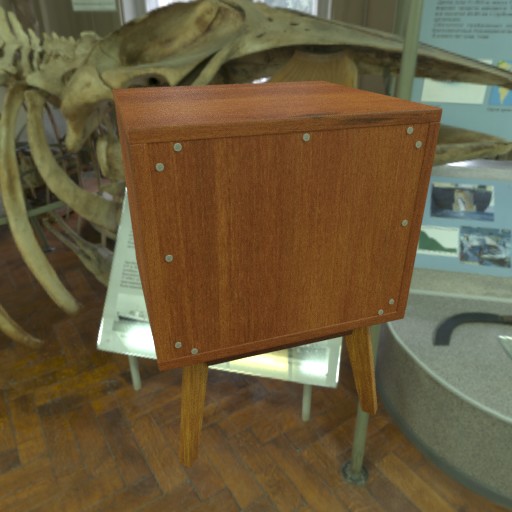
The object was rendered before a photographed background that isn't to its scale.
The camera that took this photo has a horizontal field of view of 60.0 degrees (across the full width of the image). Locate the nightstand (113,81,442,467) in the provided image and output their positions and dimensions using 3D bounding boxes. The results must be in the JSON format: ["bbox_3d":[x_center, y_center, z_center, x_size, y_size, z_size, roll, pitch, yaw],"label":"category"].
[{"bbox_3d":[0.000,0.000,0.909,0.460,0.618,0.411,-9,29,-16],"label":"nightstand"}]
